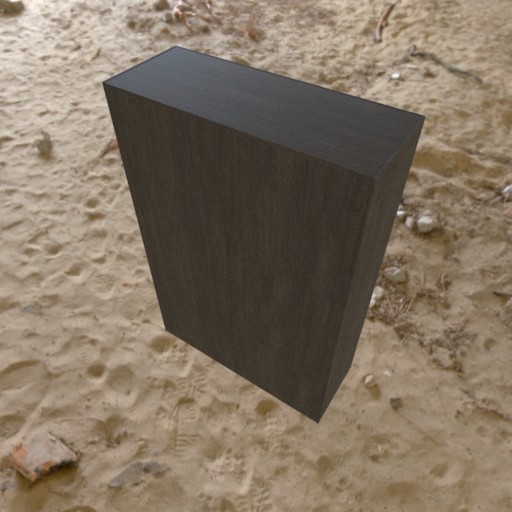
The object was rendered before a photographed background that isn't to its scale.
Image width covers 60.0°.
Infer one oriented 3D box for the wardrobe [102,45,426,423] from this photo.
[{"bbox_3d":[0.000,0.000,2.539,1.290,1.910,0.510,26,51,23],"label":"wardrobe"}]
